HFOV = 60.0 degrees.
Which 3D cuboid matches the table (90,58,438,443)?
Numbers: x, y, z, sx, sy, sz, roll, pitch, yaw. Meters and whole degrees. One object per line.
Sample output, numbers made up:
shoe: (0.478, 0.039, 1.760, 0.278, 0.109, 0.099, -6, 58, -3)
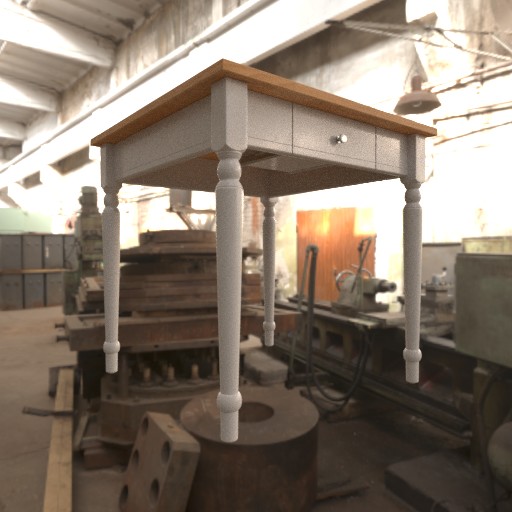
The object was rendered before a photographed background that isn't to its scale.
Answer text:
table: (0.000, 0.000, 1.343, 0.747, 0.738, 0.747, 0, 0, -38)
